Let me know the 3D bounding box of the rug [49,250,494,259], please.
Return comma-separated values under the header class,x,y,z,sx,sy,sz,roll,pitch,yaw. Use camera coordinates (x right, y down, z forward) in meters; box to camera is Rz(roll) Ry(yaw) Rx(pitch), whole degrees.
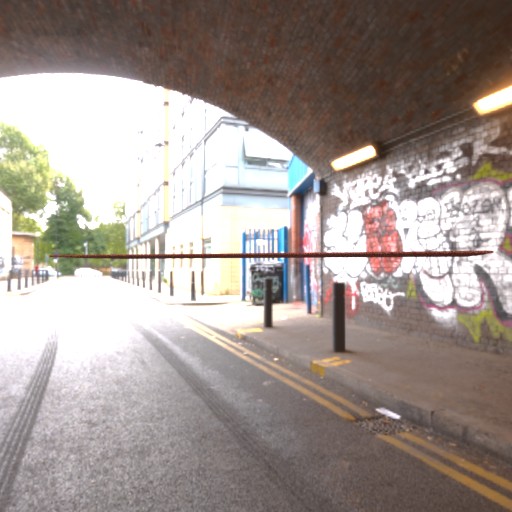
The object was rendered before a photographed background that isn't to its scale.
class,x,y,z,sx,sy,sz,roll,pitch,yaw
rug,0.000,0.000,2.519,2.307,0.012,0.687,0,-1,19
